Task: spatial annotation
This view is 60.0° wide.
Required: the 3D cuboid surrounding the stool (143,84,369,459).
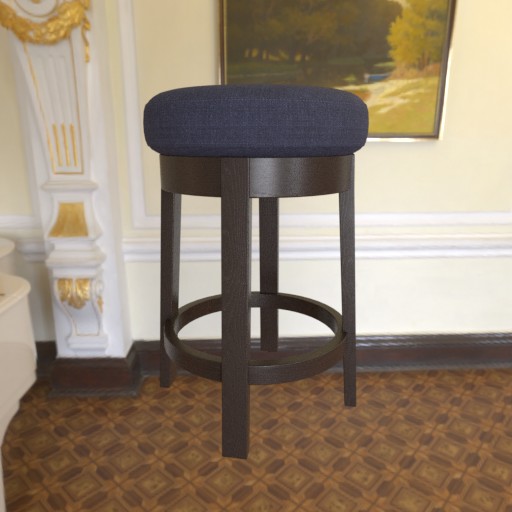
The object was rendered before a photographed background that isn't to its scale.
[{"bbox_3d":[0.000,0.000,0.937,0.449,0.655,0.449,0,15,0],"label":"stool"}]
